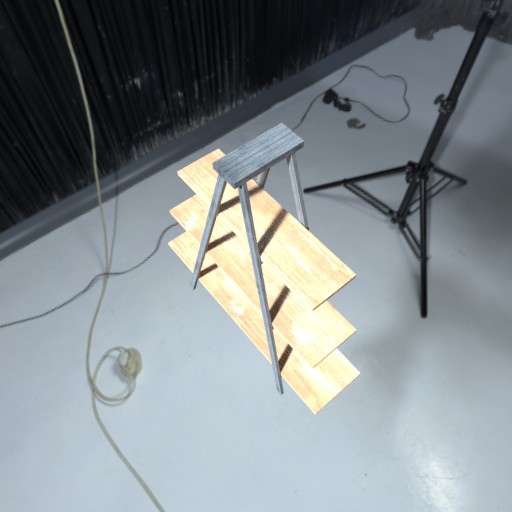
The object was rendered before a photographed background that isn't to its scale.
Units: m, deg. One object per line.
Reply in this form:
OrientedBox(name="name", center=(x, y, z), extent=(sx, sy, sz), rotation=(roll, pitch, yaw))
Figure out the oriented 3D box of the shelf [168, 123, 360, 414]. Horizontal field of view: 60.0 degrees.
OrientedBox(name="shelf", center=(0.000, 0.000, 2.785), extent=(0.508, 1.808, 1.746), rotation=(-35, 64, -20))
